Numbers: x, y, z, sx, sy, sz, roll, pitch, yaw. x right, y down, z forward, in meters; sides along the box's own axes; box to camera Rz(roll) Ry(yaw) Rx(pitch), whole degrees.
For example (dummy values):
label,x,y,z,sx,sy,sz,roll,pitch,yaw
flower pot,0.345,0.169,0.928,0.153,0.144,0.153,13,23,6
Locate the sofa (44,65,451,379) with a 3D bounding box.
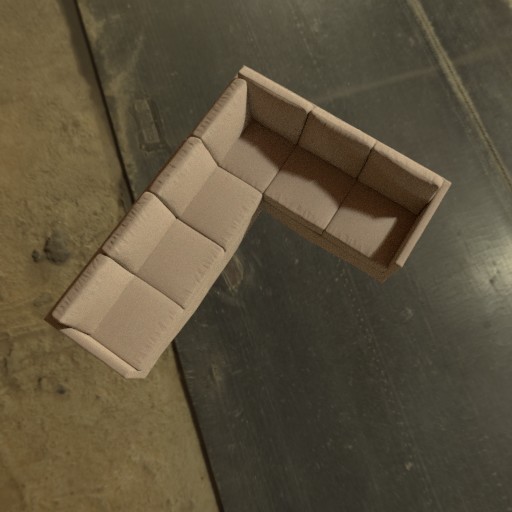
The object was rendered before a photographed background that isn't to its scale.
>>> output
label,x,y,z,sx,sy,sz,roll,pitch,yaw
sofa,0.000,0.000,4.319,2.432,0.871,3.182,33,78,8
